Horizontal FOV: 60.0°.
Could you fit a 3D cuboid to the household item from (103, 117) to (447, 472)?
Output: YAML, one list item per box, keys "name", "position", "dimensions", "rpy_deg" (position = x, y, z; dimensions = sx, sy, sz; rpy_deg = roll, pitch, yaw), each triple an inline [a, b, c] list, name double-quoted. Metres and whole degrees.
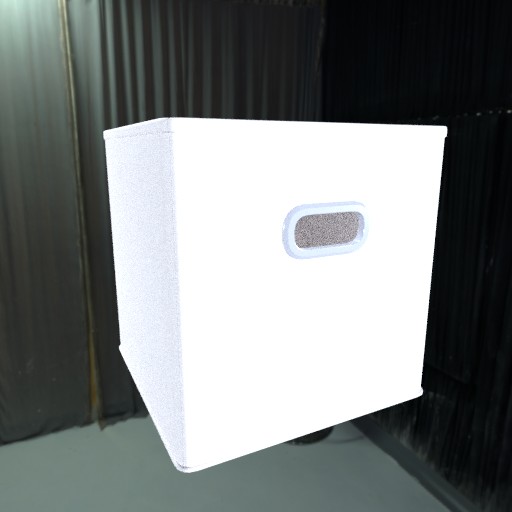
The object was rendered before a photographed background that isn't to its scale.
- name: "household item"
  position: [0.000, 0.000, 0.554]
  dimensions: [0.305, 0.305, 0.305]
  rpy_deg: [-7, 15, -26]
